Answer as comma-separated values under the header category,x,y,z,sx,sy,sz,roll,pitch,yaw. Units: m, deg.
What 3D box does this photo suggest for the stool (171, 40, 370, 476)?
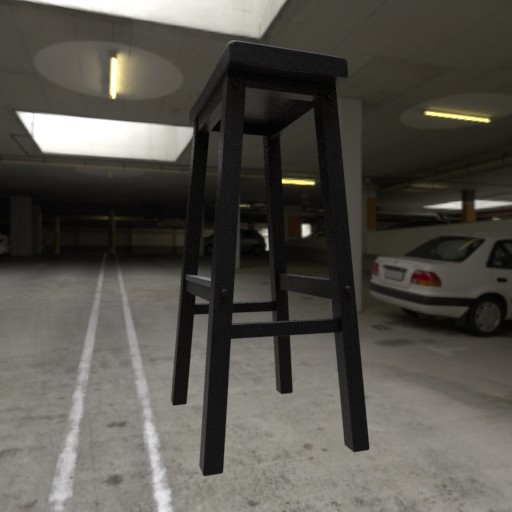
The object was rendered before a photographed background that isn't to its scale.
category,x,y,z,sx,sy,sz,roll,pitch,yaw
stool,0.000,0.000,0.987,0.322,0.742,0.406,0,0,-18
